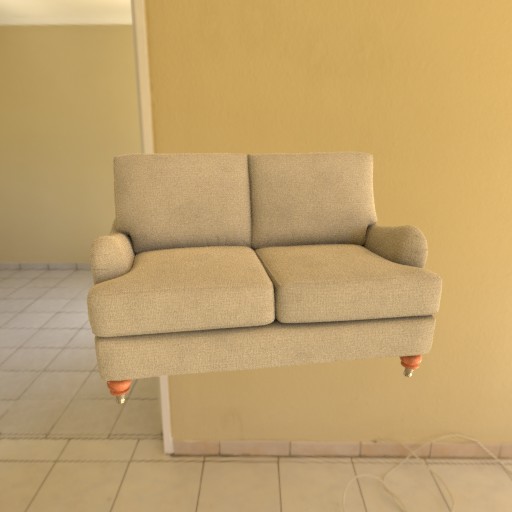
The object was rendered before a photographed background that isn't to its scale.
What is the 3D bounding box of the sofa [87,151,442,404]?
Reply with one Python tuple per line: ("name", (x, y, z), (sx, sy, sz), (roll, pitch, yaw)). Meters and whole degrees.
("sofa", (0.000, 0.000, 2.234), (1.480, 0.999, 1.087), (-3, 16, -9))
